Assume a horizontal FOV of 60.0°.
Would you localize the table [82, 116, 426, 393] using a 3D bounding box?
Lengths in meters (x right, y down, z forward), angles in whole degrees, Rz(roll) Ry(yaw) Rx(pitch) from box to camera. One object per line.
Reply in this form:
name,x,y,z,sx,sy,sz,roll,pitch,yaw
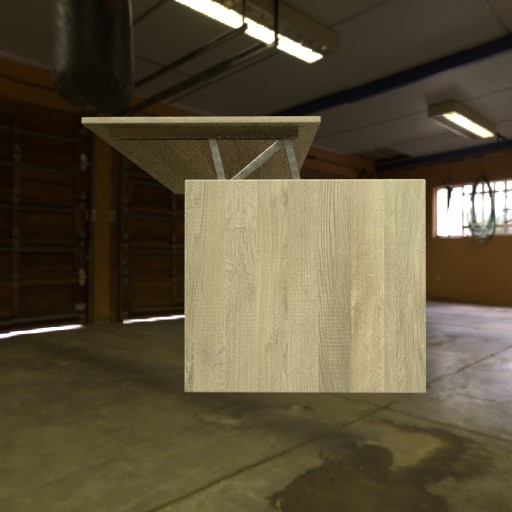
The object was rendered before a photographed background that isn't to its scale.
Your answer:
table,0.000,0.000,1.414,0.712,0.570,1.000,0,0,1
